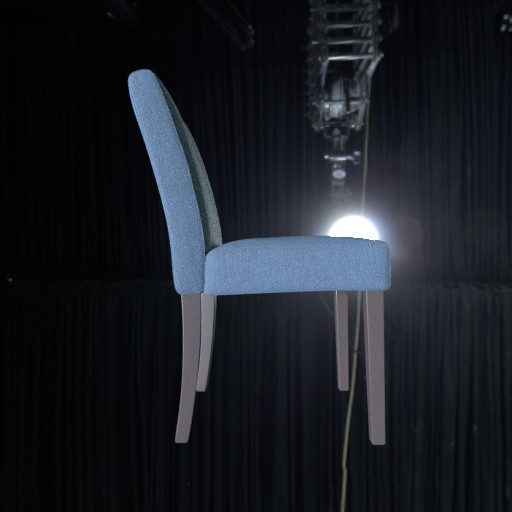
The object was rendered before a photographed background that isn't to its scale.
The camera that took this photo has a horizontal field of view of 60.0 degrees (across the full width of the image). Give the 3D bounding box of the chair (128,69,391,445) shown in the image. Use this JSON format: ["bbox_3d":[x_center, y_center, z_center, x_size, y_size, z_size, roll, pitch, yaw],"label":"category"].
[{"bbox_3d":[0.000,0.000,1.249,0.629,0.882,0.487,0,0,0],"label":"chair"}]
